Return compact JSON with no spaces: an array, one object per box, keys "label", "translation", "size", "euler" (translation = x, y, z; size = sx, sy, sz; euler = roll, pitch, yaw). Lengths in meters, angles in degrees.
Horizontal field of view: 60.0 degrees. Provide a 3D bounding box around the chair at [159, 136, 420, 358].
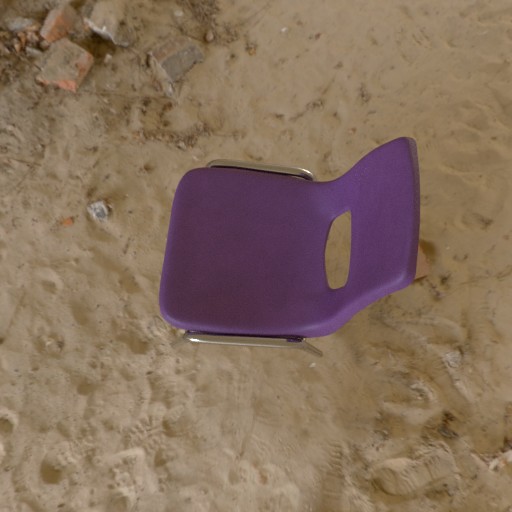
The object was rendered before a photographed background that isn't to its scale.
[{"label":"chair","translation":[0.000,0.000,0.921],"size":[0.432,0.704,0.381],"euler":[5,75,1]}]
